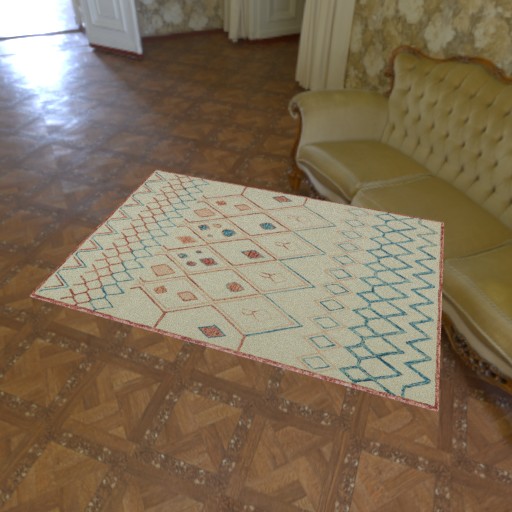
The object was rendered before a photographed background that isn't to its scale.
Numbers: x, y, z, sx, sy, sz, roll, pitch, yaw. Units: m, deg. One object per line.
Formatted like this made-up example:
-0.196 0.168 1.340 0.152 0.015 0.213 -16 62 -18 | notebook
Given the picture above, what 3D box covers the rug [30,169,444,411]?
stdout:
0.000 0.000 2.287 1.829 0.016 1.219 13 43 14 | rug
